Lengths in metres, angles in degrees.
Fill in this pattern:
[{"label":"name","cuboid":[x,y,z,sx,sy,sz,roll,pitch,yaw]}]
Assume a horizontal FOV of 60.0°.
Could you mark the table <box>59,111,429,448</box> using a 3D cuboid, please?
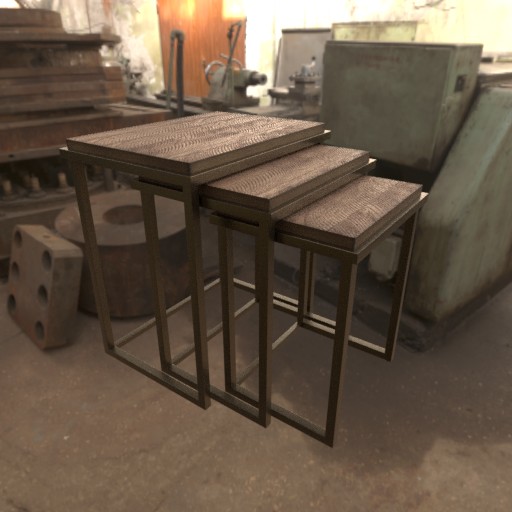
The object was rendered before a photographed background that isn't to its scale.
[{"label":"table","cuboid":[0.000,0.000,1.155,0.706,0.610,0.559,17,31,31]}]
